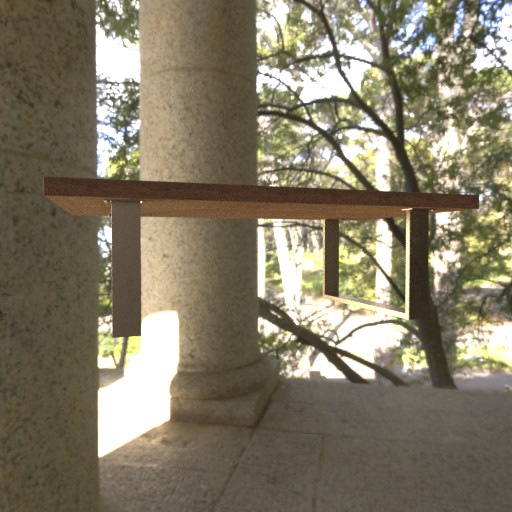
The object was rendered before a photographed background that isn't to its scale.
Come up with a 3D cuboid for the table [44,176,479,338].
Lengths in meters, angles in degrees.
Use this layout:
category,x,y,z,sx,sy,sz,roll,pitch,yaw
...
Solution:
category,x,y,z,sx,sy,sz,roll,pitch,yaw
table,0.000,0.000,1.737,1.400,0.440,0.800,0,2,-18
